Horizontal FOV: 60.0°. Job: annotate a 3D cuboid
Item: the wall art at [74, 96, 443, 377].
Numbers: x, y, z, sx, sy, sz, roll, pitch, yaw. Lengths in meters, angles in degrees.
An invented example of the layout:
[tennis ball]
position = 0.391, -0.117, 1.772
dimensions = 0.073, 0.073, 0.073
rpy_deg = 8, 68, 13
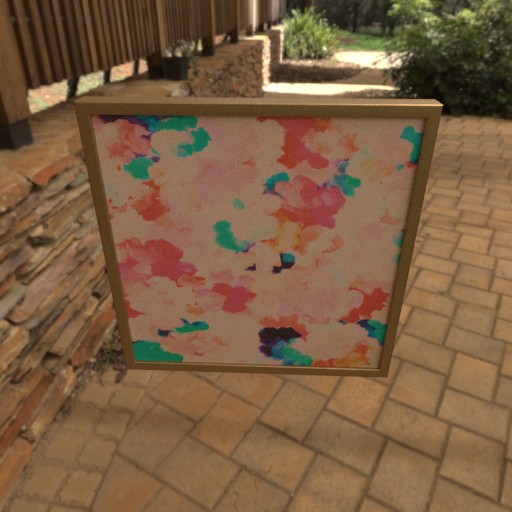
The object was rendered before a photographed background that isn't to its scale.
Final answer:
[wall art]
position = 0.000, 0.000, 0.755
dimensions = 0.510, 0.509, 0.037
rpy_deg = 1, 30, 2
